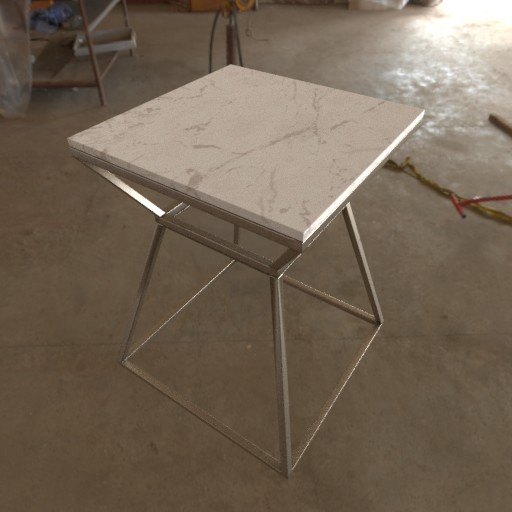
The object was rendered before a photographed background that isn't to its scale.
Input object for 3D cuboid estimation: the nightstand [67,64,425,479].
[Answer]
[{"bbox_3d":[0.000,0.000,0.879,0.455,0.554,0.455,24,46,25],"label":"nightstand"}]
